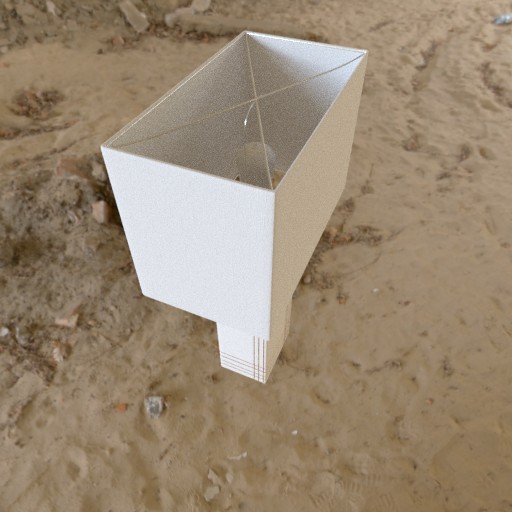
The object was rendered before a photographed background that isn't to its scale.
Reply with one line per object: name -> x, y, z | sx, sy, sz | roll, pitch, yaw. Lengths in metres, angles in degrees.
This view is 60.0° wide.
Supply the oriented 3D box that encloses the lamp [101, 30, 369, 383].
lamp -> 0.000, 0.000, 0.699 | 0.182, 0.543, 0.334 | 17, 48, 16
